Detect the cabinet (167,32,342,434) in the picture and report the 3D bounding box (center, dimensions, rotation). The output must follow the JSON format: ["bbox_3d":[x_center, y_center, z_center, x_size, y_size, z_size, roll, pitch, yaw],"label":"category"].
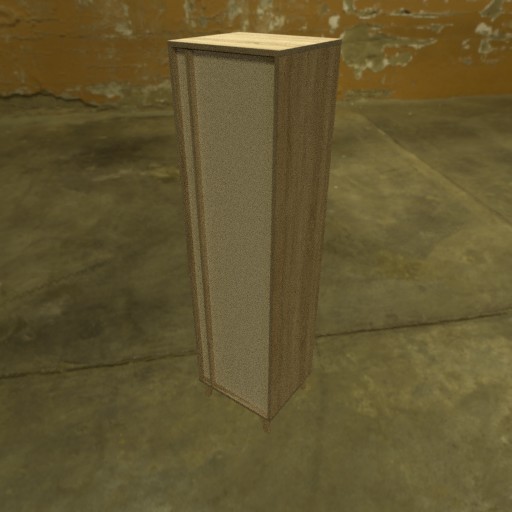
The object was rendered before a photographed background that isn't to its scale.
[{"bbox_3d":[0.000,0.000,2.225,0.510,1.960,0.450,21,37,30],"label":"cabinet"}]
